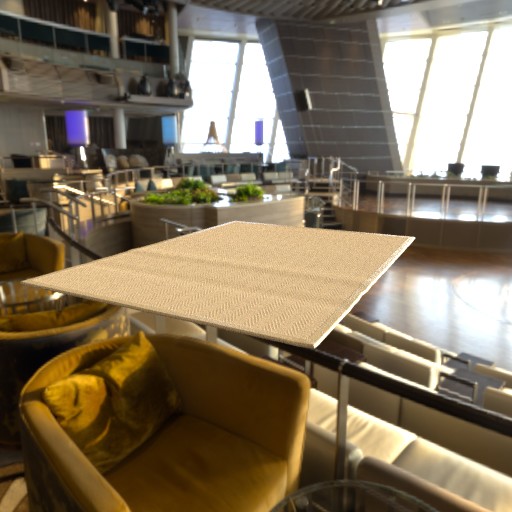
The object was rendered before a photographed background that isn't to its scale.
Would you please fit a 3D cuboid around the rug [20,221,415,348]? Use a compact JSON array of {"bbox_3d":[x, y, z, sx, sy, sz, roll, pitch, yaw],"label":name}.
[{"bbox_3d":[0.000,0.000,4.801,2.734,0.037,3.659,7,16,27],"label":"rug"}]
